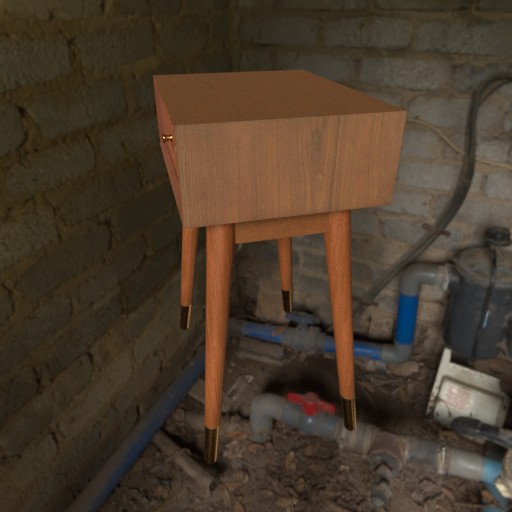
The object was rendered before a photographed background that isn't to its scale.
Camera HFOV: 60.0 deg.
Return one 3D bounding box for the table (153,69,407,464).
[{"bbox_3d":[0.000,0.000,0.840,0.300,0.599,0.406,-8,31,-13],"label":"table"}]
